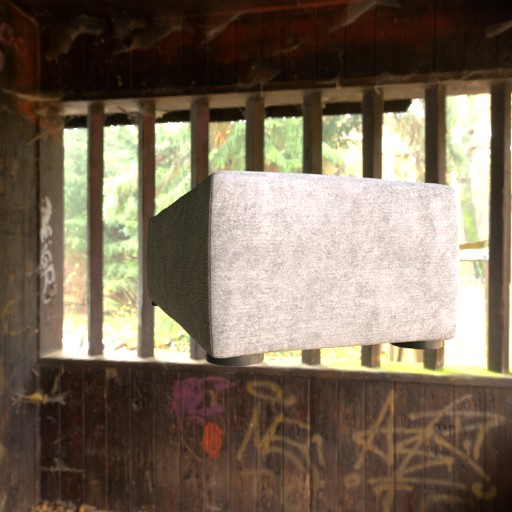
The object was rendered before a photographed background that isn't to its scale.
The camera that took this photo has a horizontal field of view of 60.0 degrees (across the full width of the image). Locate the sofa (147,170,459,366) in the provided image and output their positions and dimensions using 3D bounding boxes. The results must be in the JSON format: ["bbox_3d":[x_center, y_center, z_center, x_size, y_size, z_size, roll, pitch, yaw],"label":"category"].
[{"bbox_3d":[0.000,0.000,1.158,0.480,0.330,0.930,0,0,-19],"label":"sofa"}]
